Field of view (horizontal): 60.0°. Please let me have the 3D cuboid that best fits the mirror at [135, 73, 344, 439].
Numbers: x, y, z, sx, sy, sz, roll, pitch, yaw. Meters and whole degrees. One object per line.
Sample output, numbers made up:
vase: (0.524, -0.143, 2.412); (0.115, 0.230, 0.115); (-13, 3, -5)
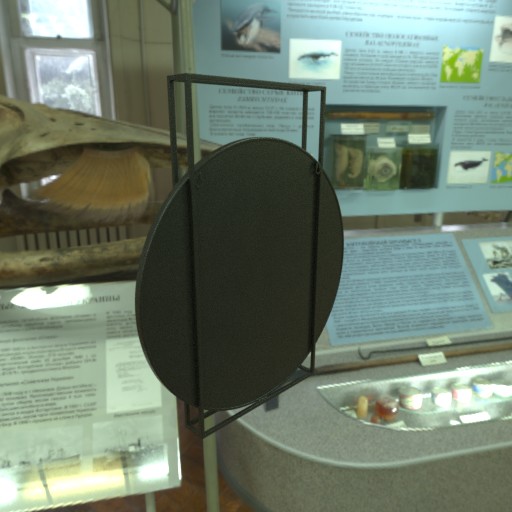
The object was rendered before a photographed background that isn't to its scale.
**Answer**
mirror: (0.000, 0.000, 0.821); (0.508, 0.603, 0.051); (-15, 22, -42)
